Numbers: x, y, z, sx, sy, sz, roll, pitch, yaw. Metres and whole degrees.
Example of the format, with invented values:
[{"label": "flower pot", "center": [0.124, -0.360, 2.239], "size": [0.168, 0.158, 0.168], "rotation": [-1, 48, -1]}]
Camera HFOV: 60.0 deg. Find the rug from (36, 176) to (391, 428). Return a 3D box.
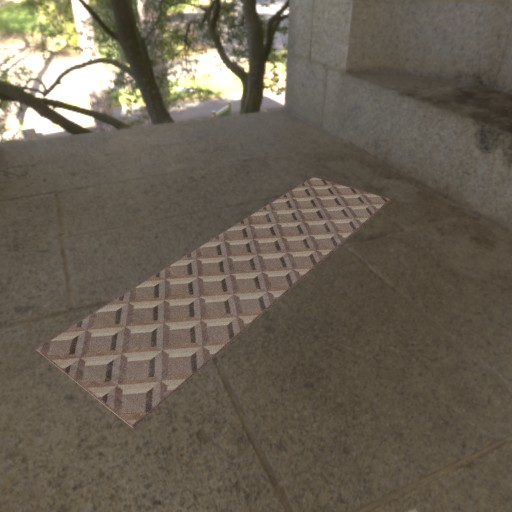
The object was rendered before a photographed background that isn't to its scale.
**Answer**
[{"label": "rug", "center": [0.000, 0.000, 2.660], "size": [0.685, 0.013, 2.437], "rotation": [23, 40, 30]}]
